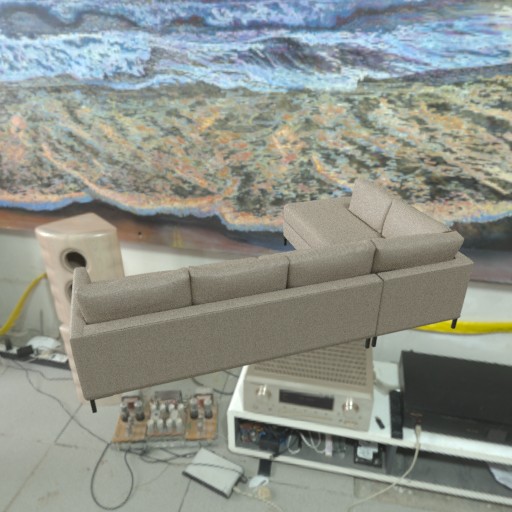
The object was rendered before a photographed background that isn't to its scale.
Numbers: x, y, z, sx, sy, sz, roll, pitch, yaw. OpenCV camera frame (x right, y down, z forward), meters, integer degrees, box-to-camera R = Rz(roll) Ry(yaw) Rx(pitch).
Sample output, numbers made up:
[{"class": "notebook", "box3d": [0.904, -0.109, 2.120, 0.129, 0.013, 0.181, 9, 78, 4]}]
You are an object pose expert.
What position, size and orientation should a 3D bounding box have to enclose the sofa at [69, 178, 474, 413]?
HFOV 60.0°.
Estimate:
[{"class": "sofa", "box3d": [0.000, 0.000, 3.182, 2.423, 0.703, 1.617, -9, 29, -16]}]
